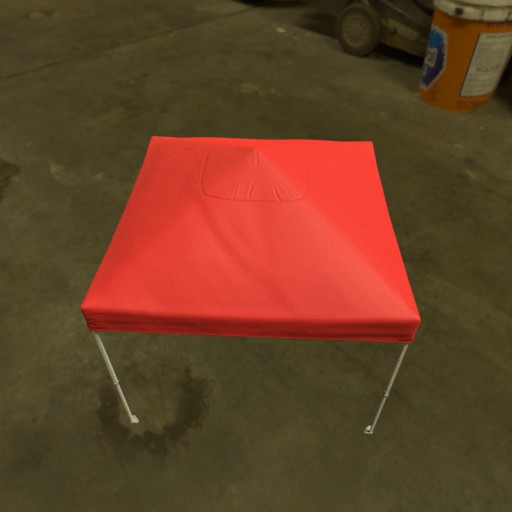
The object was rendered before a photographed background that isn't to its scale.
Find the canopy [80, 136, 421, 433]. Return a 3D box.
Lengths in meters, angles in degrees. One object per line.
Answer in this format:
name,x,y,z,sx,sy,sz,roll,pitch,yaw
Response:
canopy,0.000,0.000,5.428,2.996,2.997,2.998,2,45,2
